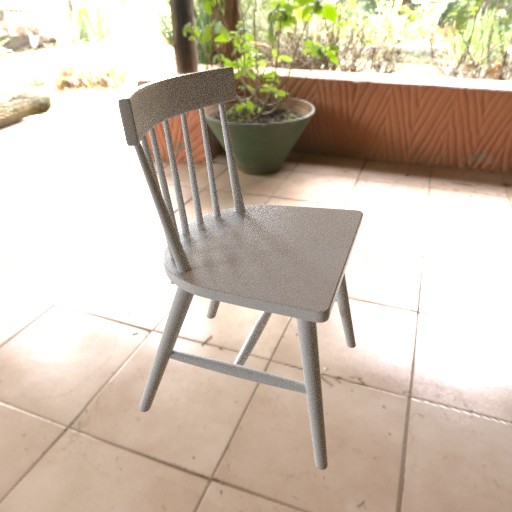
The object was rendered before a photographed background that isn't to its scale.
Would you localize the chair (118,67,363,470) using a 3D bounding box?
[{"bbox_3d":[0.000,0.000,1.073,0.500,0.787,0.483,10,31,17],"label":"chair"}]
